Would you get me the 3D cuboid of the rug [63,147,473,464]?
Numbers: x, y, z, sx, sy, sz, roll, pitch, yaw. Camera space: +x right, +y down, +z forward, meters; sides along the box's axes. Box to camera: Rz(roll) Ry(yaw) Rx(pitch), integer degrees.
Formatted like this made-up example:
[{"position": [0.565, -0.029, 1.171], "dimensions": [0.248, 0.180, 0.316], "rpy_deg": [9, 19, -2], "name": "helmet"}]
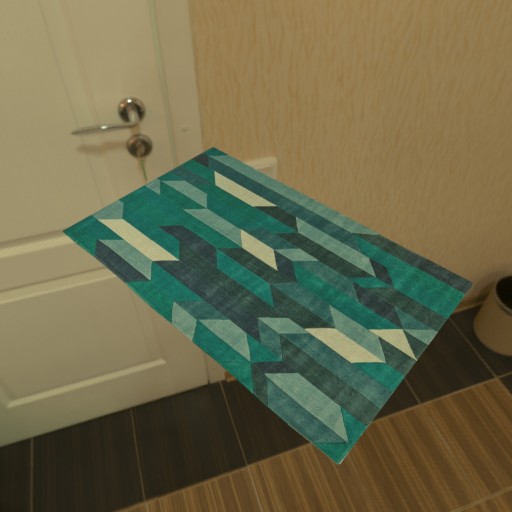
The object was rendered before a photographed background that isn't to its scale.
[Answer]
[{"position": [0.000, 0.000, 3.038], "dimensions": [2.420, 0.005, 1.528], "rpy_deg": [33, 54, 28], "name": "rug"}]
